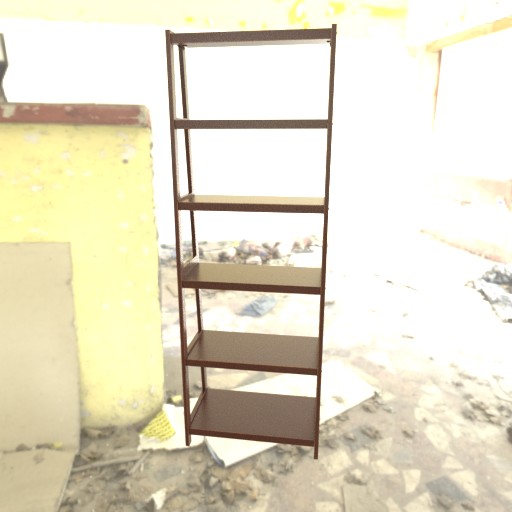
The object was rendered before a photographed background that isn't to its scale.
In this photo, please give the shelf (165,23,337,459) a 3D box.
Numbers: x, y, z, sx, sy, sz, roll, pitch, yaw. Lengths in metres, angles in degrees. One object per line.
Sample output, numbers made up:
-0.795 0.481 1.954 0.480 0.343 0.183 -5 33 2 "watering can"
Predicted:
0.000 0.000 2.098 0.660 1.892 0.381 2 16 8 "shelf"
